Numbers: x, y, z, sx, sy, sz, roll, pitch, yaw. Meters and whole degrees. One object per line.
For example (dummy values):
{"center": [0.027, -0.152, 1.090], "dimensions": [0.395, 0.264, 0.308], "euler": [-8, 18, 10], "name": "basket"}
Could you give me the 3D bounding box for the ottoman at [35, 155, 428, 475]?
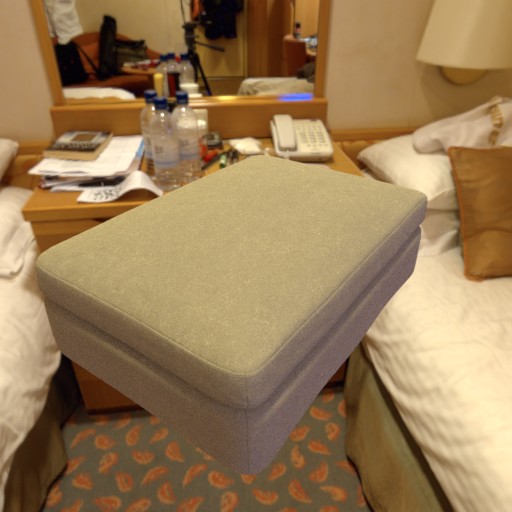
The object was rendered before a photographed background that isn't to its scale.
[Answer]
{"center": [0.000, 0.000, 1.569], "dimensions": [0.840, 0.429, 1.199], "euler": [21, 37, 30], "name": "ottoman"}
